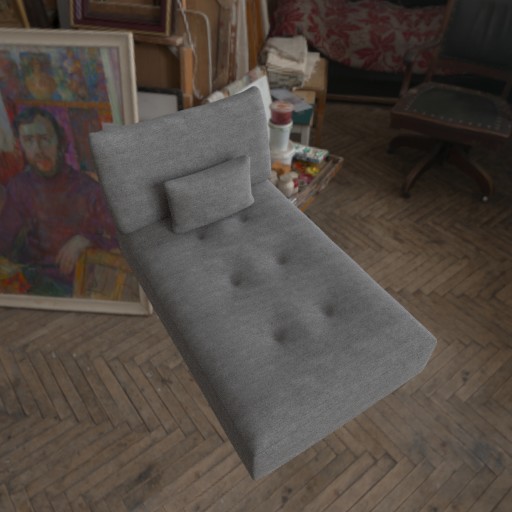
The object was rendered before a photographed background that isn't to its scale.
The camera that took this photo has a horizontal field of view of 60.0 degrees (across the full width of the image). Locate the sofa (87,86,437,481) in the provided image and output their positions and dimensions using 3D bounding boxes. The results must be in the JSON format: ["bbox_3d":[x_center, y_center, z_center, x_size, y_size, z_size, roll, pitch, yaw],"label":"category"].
[{"bbox_3d":[0.000,0.000,1.991,0.930,0.820,1.450,-24,51,-21],"label":"sofa"}]
